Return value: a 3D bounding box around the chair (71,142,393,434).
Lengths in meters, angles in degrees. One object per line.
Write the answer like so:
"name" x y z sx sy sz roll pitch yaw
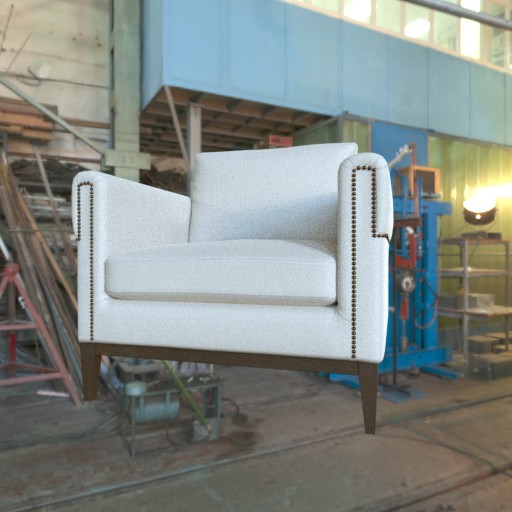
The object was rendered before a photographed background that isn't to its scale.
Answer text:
"chair" 0.000 0.000 1.660 0.982 0.915 0.896 0 0 17
